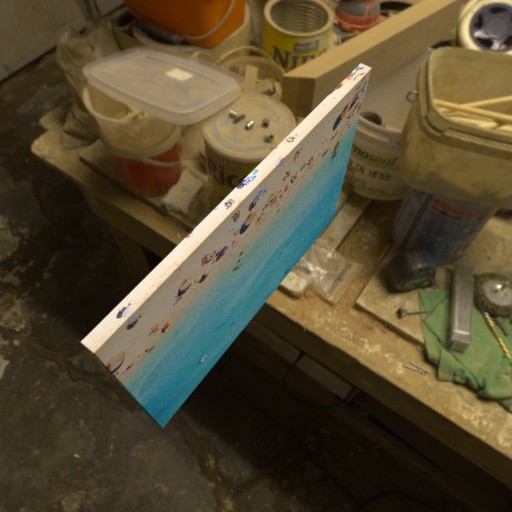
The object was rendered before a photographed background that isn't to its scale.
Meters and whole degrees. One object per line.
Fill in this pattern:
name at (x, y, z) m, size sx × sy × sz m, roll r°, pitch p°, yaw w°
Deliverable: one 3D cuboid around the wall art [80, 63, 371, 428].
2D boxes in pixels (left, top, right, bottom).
wall art at (0.000, 0.000, 1.455) m, size 0.040 × 0.769 × 1.136 m, roll 32°, pitch 64°, yaw 18°
